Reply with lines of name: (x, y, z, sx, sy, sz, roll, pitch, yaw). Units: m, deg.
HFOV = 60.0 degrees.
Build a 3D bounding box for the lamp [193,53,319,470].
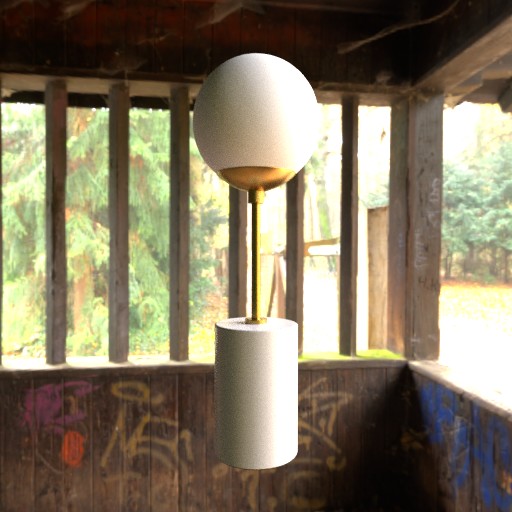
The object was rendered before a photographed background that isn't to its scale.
lamp: (0.000, 0.000, 0.545, 0.153, 0.480, 0.153, 0, 1, 0)
